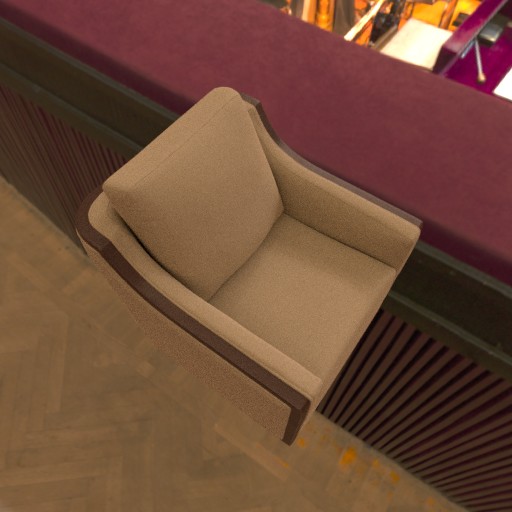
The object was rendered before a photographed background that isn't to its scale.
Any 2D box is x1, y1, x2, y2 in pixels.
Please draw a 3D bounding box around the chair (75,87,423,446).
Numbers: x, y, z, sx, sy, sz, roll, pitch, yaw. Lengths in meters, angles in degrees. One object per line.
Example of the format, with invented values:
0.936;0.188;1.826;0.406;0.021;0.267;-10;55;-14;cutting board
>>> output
0.000;0.000;1.696;0.950;0.930;0.870;31;63;18;chair
